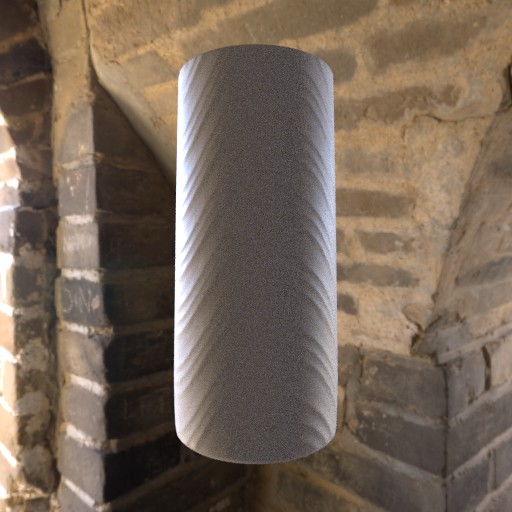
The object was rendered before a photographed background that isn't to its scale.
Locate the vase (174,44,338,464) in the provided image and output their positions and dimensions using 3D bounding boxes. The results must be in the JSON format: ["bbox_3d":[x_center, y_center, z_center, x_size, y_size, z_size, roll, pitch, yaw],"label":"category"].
[{"bbox_3d":[0.000,0.000,0.397,0.143,0.316,0.143,0,-1,0],"label":"vase"}]
